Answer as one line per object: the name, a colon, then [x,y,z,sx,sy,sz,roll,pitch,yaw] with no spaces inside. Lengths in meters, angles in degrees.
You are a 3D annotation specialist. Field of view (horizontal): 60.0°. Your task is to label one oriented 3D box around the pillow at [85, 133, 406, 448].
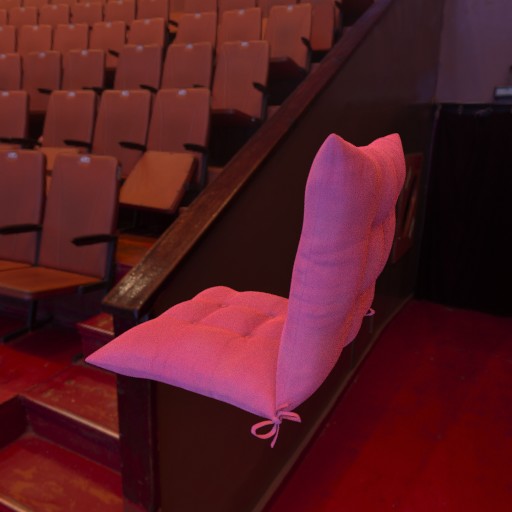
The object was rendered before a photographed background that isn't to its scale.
pillow: [0.000,0.000,0.998,0.585,0.536,0.541,8,18,26]
